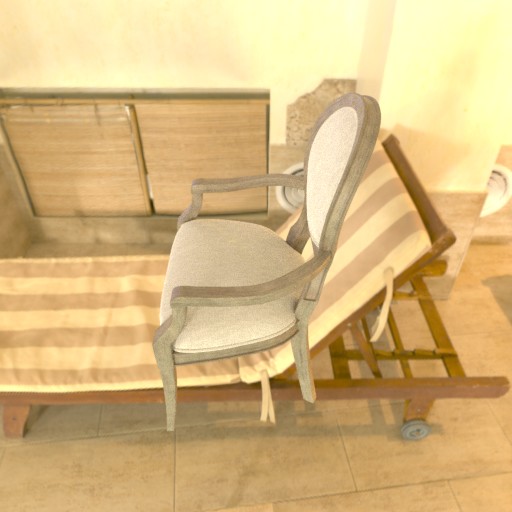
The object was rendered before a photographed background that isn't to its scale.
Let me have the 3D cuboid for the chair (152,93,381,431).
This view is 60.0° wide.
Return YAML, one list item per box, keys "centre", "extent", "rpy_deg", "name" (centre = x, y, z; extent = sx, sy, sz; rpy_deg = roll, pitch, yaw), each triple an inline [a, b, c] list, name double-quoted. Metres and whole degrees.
- centre: [0.000, 0.000, 1.397]
  extent: [0.602, 0.991, 0.611]
  rpy_deg: [-1, 39, -1]
  name: "chair"
